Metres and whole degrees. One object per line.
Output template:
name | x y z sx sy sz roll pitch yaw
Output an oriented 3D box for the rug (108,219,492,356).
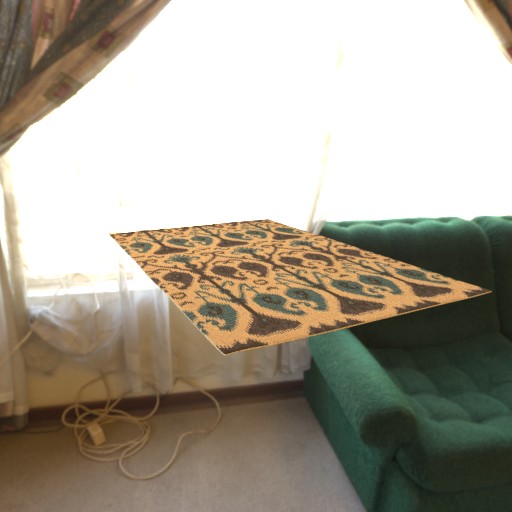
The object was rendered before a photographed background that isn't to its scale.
rug | 0.000 0.000 2.109 1.072 0.013 1.698 -8 17 -27
